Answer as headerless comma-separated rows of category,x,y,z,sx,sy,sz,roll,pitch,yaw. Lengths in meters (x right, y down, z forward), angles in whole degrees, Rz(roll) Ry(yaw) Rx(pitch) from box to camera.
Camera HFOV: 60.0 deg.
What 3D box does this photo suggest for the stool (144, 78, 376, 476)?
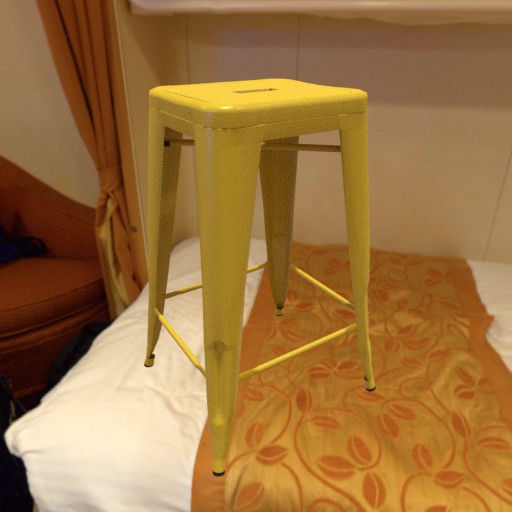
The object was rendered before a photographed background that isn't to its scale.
stool,0.000,0.000,0.858,0.399,0.609,0.359,-17,32,-29
